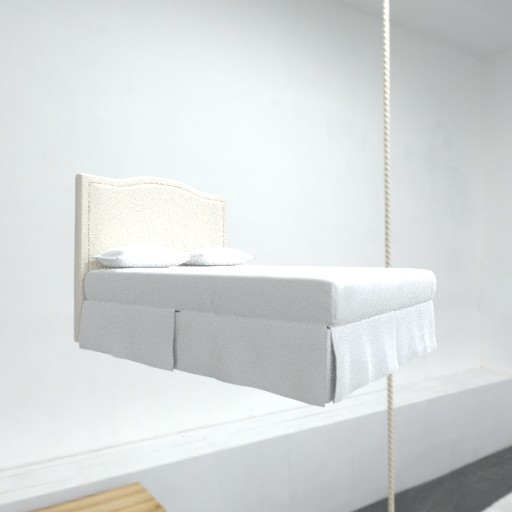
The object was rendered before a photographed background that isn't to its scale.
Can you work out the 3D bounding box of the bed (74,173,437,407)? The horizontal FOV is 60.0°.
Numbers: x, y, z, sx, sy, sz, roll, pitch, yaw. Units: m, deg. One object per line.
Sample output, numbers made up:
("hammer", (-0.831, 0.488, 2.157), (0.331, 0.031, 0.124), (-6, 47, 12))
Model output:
("bed", (0.000, 0.000, 3.443), (2.282, 1.436, 1.821), (0, 0, 37))
